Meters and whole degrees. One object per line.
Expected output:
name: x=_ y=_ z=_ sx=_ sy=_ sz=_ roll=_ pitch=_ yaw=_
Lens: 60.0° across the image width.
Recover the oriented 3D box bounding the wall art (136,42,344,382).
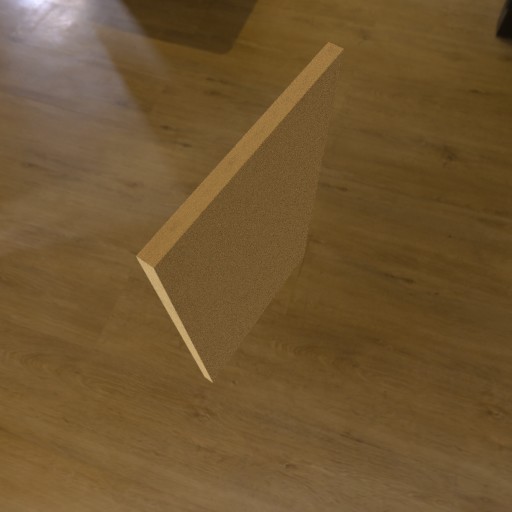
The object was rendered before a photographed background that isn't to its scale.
wall art: x=0.000 y=0.000 z=1.043 sx=0.039 sy=0.810 sz=0.510 roll=32 pitch=68 yaw=14
